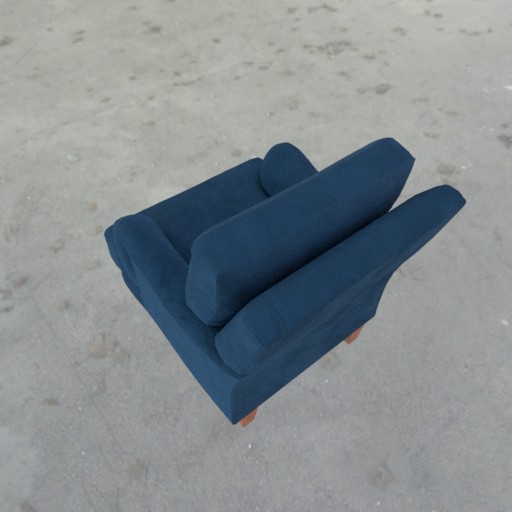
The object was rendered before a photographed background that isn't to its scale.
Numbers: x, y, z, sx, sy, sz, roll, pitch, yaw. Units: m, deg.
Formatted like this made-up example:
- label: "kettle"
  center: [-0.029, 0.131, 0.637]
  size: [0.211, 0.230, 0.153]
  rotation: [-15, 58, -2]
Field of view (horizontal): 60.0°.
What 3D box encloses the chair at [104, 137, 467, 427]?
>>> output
- label: "chair"
  center: [0.000, 0.000, 1.808]
  size: [0.895, 1.076, 1.078]
  rotation: [-31, 55, -25]
